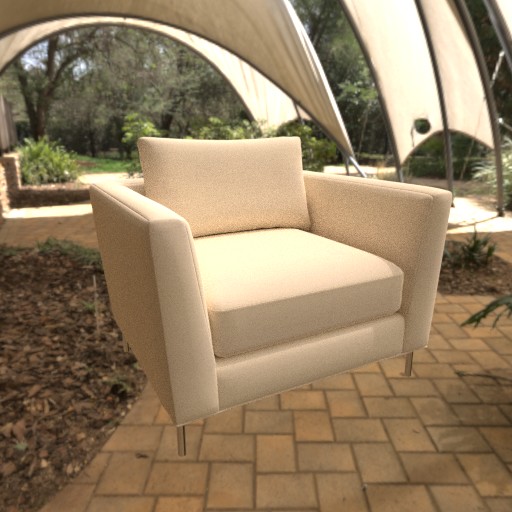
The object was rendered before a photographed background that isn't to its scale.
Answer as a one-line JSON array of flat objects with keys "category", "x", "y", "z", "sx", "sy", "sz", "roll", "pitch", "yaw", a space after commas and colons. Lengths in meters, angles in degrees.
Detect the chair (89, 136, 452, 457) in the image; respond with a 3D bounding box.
[{"category": "chair", "x": 0.000, "y": 0.000, "z": 1.673, "sx": 1.041, "sy": 0.865, "sz": 0.889, "roll": -8, "pitch": 18, "yaw": -27}]
